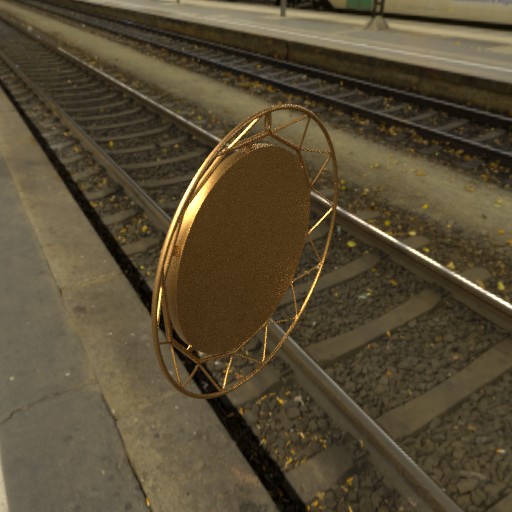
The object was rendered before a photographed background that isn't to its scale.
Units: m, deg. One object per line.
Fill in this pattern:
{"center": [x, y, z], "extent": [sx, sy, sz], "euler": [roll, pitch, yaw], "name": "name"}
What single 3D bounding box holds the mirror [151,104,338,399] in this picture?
{"center": [0.000, 0.000, 0.685], "extent": [0.043, 0.454, 0.454], "euler": [22, 39, 30], "name": "mirror"}
